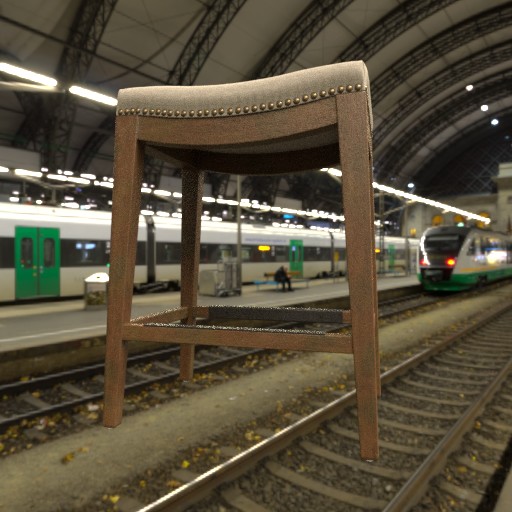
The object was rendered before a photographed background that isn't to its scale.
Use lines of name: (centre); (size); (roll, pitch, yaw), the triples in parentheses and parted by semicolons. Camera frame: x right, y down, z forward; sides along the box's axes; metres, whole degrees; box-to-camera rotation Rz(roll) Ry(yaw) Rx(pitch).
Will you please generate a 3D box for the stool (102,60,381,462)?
stool: (0.000, 0.000, 0.944); (0.508, 0.660, 0.356); (0, 0, 16)
